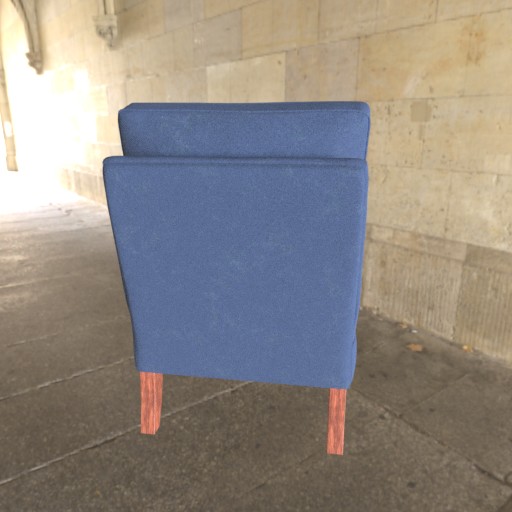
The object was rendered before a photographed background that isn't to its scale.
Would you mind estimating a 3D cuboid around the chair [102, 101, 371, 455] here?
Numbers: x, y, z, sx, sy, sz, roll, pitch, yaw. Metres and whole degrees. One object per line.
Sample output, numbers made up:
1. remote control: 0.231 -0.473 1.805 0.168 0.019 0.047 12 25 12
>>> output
1. chair: 0.000 0.000 1.636 0.724 1.052 0.912 2 16 9
